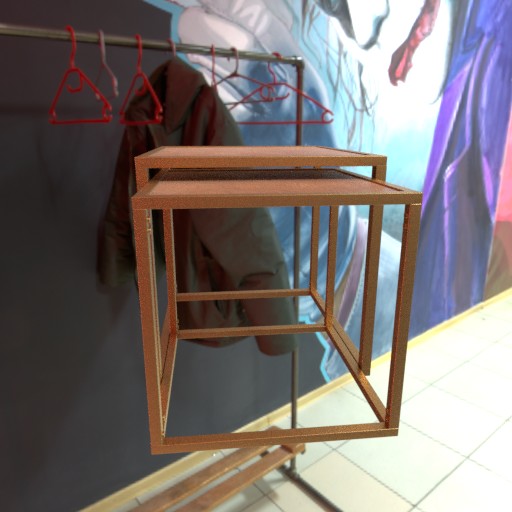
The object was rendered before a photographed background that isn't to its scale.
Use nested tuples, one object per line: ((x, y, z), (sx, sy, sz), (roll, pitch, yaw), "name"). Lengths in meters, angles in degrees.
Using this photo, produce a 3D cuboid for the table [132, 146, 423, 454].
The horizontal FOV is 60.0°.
((0.000, 0.000, 1.102), (0.505, 0.505, 0.762), (-2, 16, -6), "table")
